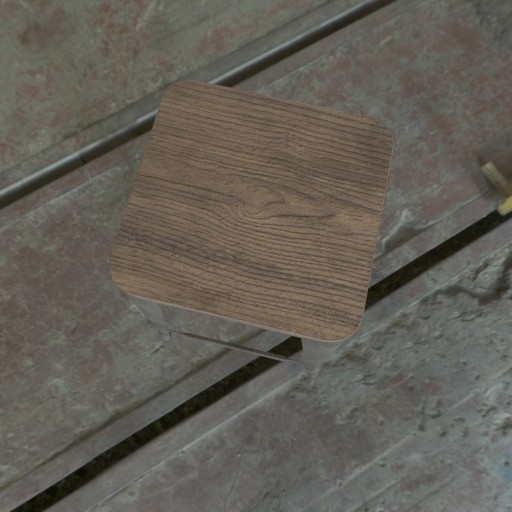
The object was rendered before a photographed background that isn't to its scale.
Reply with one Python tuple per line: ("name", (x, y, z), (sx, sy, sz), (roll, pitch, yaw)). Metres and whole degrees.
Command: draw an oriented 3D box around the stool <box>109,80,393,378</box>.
("stool", (0.000, 0.000, 0.875), (0.407, 0.607, 0.407), (13, 77, 3))
